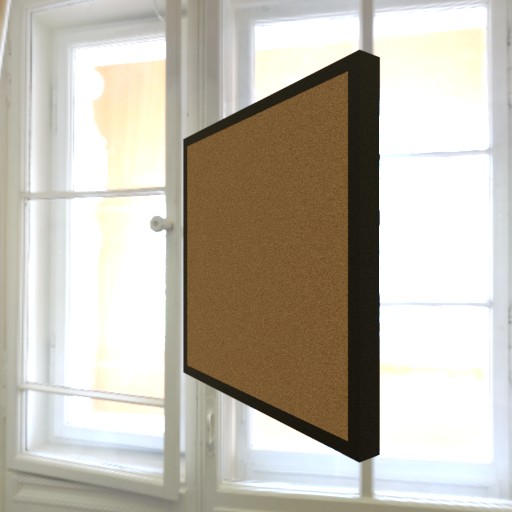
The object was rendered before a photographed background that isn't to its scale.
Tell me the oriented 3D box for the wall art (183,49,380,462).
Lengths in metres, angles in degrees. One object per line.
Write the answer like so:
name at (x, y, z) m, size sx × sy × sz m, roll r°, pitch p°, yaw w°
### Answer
wall art at (0.000, 0.000, 0.765) m, size 0.038 × 0.508 × 0.508 m, roll 0°, pitch 0°, yaw -34°
